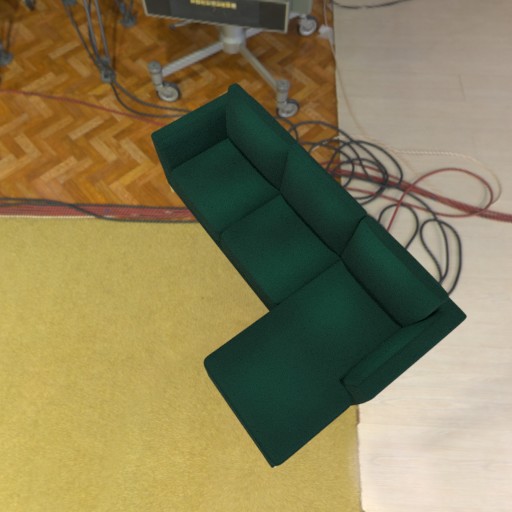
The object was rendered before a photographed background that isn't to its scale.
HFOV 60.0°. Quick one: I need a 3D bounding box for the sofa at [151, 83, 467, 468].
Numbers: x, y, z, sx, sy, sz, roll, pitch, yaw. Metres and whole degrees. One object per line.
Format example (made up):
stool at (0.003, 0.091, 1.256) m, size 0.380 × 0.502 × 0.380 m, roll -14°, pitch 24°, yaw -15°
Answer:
sofa at (0.000, 0.000, 3.197) m, size 1.489 × 1.007 × 2.441 m, roll -34°, pitch 69°, yaw -15°
